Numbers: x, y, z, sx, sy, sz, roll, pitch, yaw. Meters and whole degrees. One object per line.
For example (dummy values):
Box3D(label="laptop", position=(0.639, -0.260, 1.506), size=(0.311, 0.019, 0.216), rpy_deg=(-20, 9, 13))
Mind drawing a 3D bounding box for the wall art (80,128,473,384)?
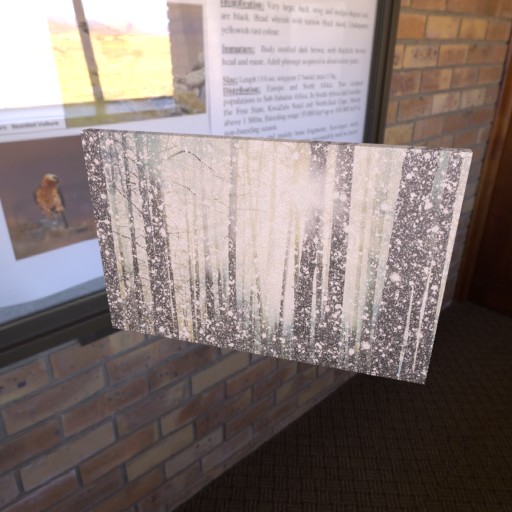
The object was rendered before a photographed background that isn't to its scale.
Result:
Box3D(label="wall art", position=(0.000, 0.000, 1.152), size=(0.919, 0.598, 0.038), rpy_deg=(7, 26, 15))
